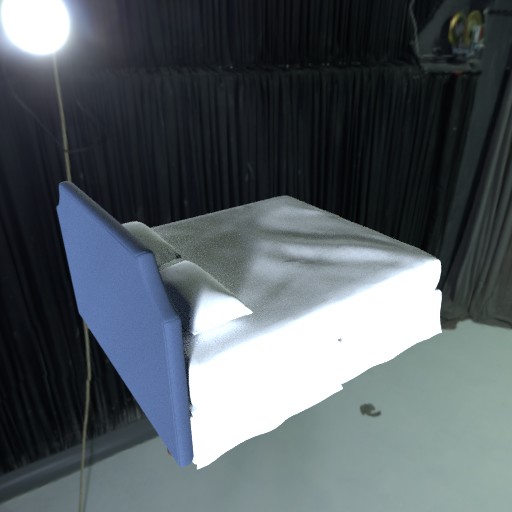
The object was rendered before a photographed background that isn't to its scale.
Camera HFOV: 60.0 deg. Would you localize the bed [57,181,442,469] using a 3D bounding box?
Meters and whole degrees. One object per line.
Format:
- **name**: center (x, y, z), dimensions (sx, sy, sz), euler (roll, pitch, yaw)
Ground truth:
- **bed**: center (0.000, 0.000, 4.043), dimensions (2.773, 1.488, 2.350), euler (-18, 32, -32)
